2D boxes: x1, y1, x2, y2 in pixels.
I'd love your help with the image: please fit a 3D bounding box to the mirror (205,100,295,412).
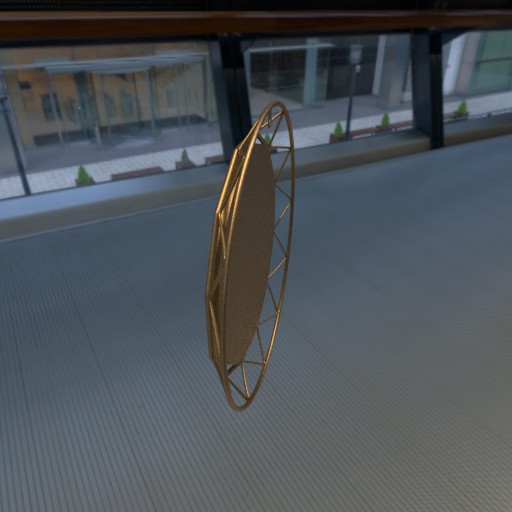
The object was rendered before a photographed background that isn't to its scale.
[{"bbox_3d":[0.000,0.000,0.683,0.043,0.454,0.454,7,32,12],"label":"mirror"}]
